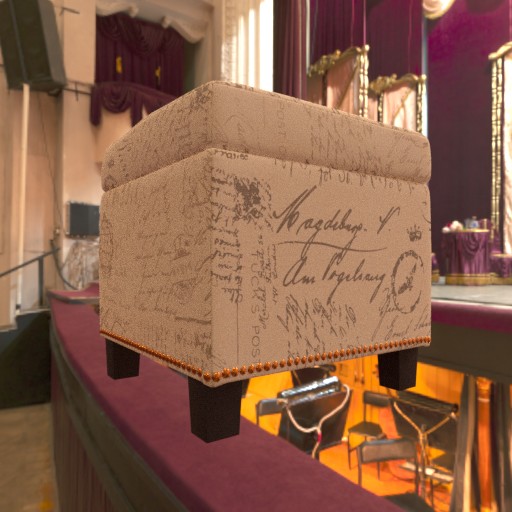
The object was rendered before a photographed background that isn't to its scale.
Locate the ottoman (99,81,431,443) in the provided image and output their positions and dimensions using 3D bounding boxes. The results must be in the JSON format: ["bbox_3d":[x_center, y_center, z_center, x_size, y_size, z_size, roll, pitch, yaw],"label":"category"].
[{"bbox_3d":[0.000,0.000,0.816,0.450,0.457,0.449,0,-1,-35],"label":"ottoman"}]
